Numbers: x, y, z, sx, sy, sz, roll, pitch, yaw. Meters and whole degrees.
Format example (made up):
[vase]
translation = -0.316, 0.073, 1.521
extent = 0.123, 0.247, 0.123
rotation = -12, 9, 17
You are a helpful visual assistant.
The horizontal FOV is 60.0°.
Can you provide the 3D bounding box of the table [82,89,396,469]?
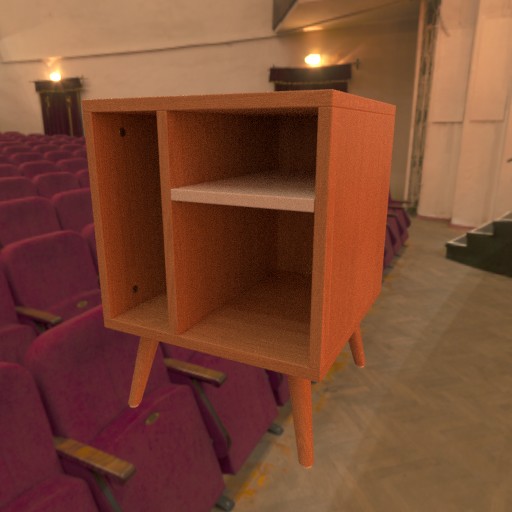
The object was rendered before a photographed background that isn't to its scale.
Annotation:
[table]
translation = 0.000, 0.000, 0.841
extent = 0.400, 0.550, 0.400
rotation = 8, 18, 26
